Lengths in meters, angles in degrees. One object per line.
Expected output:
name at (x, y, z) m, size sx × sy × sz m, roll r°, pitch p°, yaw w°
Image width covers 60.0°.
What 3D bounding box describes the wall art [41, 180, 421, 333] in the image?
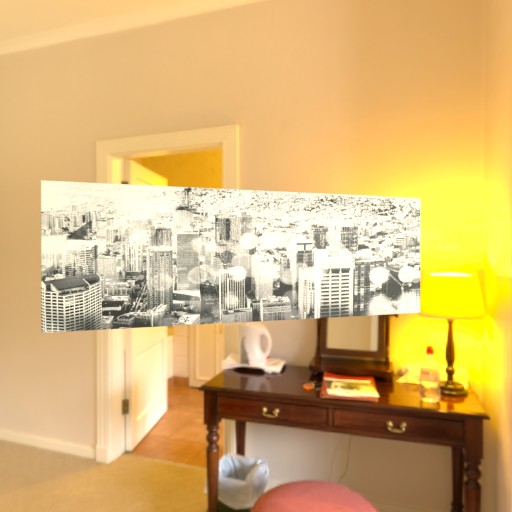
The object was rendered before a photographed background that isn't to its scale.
wall art at (0.000, 0.000, 1.734) m, size 1.520 × 0.507 × 0.044 m, roll 0°, pitch 1°, yaw -19°
